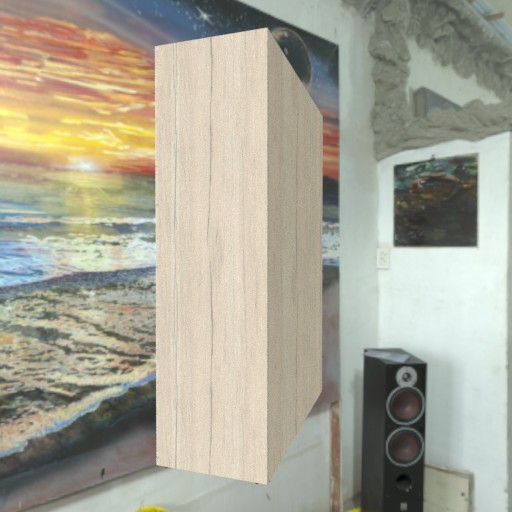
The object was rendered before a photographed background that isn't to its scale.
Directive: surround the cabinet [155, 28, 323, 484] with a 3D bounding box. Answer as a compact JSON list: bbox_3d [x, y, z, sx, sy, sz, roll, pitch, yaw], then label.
[{"bbox_3d":[0.000,0.000,2.756,0.580,2.070,1.400,0,1,19],"label":"cabinet"}]
